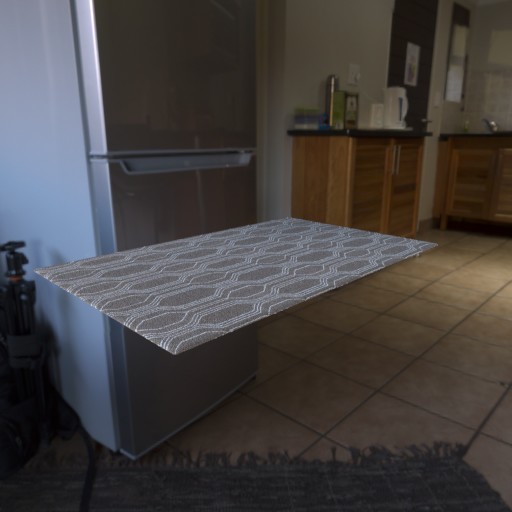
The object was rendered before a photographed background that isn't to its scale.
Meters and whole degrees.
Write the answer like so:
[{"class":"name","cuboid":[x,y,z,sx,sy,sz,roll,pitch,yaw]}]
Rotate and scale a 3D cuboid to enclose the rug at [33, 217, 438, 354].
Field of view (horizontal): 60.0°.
[{"class":"rug","cuboid":[0.000,0.000,3.120,1.541,0.012,2.457,15,22,43]}]
